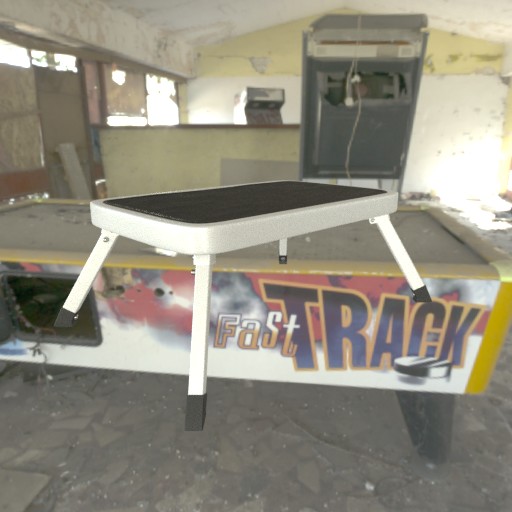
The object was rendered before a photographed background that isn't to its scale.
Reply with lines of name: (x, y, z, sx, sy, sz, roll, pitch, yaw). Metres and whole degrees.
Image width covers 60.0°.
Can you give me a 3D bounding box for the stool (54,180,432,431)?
stool: (0.000, 0.000, 0.619, 0.460, 0.170, 0.320, -14, 21, -42)
